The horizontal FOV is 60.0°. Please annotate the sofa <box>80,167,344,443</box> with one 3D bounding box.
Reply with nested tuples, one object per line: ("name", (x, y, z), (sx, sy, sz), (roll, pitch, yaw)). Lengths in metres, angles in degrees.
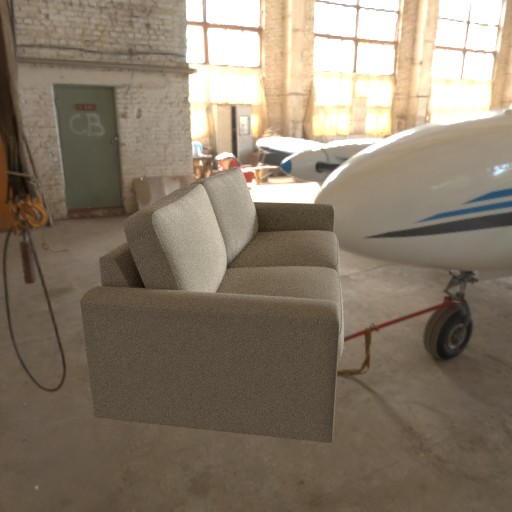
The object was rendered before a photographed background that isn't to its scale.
("sofa", (0.000, 0.000, 2.663), (1.016, 0.873, 2.179), (3, 17, 9))
